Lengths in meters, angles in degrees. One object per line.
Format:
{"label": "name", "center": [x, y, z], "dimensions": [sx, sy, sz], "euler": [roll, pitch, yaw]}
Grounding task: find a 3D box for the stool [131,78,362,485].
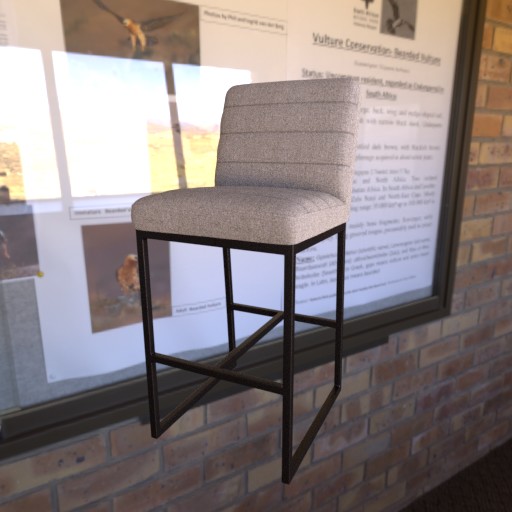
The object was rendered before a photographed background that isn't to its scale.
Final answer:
{"label": "stool", "center": [0.000, 0.000, 1.317], "dimensions": [0.459, 1.034, 0.571], "euler": [7, 16, 25]}
